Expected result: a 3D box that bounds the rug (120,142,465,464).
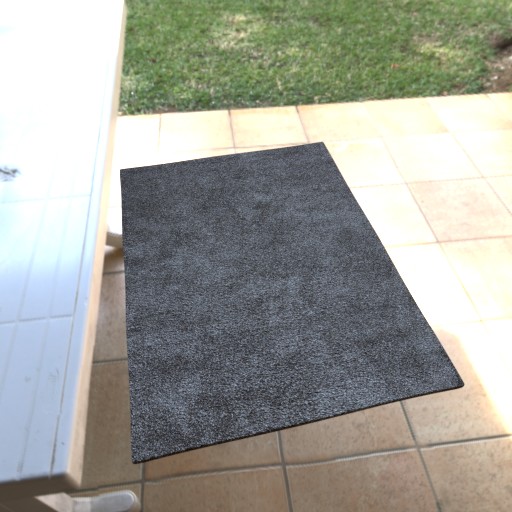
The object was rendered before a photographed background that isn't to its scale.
[{"bbox_3d":[0.000,0.000,2.055,1.198,0.025,1.601,-10,49,-9],"label":"rug"}]
